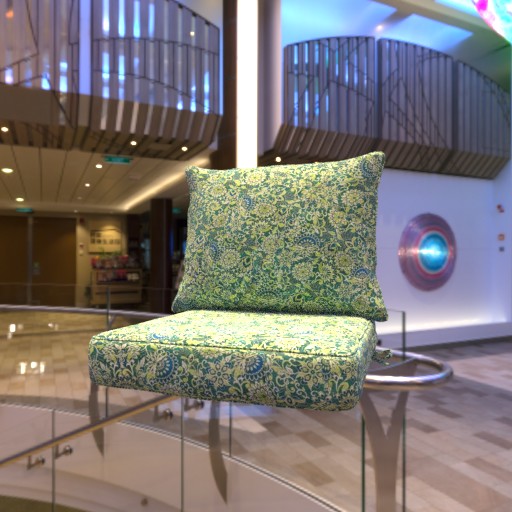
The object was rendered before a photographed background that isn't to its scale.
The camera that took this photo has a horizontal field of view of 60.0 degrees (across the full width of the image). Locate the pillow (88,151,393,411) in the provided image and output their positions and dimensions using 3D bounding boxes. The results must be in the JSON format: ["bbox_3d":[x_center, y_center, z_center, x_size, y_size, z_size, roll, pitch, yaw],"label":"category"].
[{"bbox_3d":[0.000,0.000,1.371,0.798,0.722,0.740,0,0,18],"label":"pillow"}]
